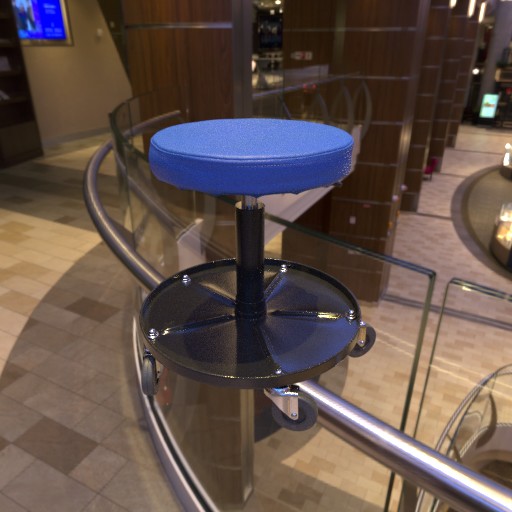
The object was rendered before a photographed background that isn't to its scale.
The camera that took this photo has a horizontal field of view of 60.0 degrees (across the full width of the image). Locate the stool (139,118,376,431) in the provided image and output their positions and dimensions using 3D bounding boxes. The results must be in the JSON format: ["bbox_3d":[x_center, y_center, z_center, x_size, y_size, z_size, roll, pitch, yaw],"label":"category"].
[{"bbox_3d":[0.000,0.000,0.671,0.382,0.365,0.381,-8,27,-16],"label":"stool"}]
